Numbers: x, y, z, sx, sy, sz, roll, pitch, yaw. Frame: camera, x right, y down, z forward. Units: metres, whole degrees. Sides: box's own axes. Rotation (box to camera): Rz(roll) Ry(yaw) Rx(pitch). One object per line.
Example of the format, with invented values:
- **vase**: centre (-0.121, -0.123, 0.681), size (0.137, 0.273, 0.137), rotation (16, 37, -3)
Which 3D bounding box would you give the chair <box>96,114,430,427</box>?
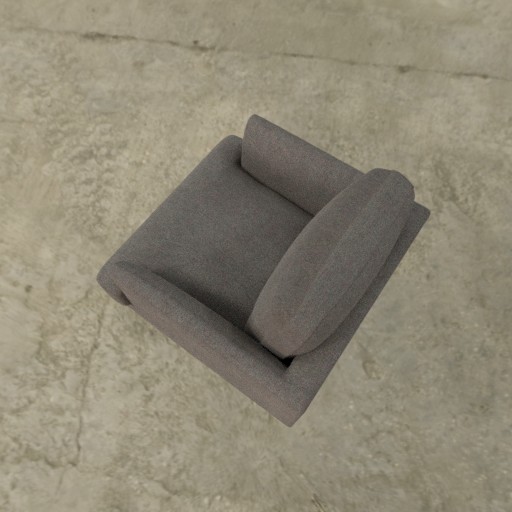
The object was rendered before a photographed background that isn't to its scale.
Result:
- **chair**: centre (0.000, 0.000, 1.673), size (0.899, 0.957, 0.858), rotation (33, 69, 14)
